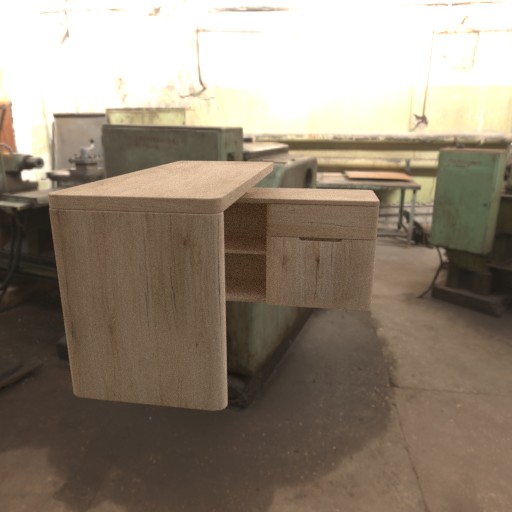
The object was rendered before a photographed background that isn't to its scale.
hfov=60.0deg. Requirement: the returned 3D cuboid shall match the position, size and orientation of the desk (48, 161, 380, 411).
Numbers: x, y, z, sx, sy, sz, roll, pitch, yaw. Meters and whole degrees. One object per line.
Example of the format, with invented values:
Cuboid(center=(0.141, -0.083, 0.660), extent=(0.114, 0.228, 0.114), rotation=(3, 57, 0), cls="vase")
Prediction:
Cuboid(center=(0.000, 0.000, 2.111), extent=(1.175, 0.770, 1.400), rotation=(3, 17, 9), cls="desk")
